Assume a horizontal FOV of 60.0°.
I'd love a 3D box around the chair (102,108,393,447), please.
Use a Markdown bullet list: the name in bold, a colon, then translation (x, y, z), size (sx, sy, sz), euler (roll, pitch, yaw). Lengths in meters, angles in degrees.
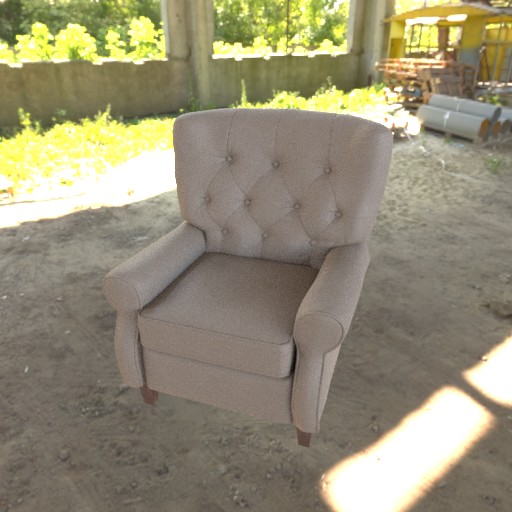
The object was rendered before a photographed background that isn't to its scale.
- **chair**: translation (0.000, 0.000, 1.925), size (0.999, 1.138, 1.041), euler (8, 27, 17)
